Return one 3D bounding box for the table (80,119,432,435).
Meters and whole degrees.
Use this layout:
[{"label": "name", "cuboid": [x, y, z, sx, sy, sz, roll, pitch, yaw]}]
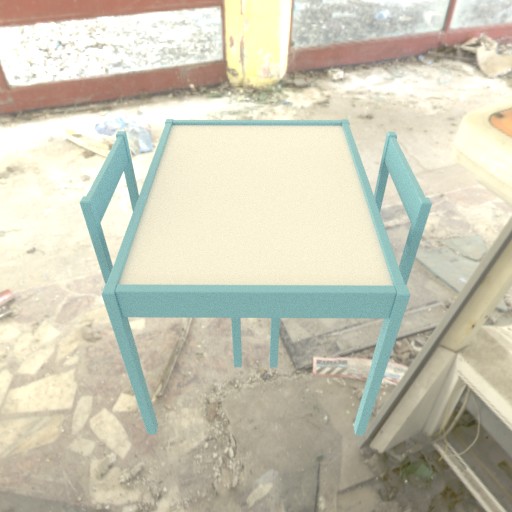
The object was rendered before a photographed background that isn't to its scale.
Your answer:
[{"label": "table", "cuboid": [0.000, 0.000, 1.063, 0.633, 0.503, 0.639, 0, 41, 0]}]
